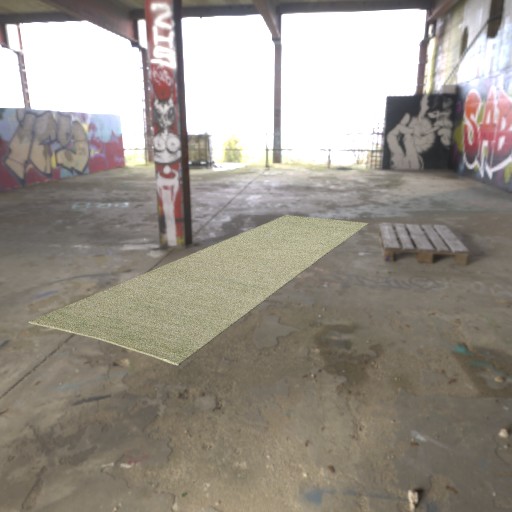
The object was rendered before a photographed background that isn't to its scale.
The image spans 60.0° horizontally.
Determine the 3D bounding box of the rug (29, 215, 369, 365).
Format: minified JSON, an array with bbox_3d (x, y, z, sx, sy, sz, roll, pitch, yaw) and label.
[{"bbox_3d":[0.000,0.000,2.493,0.686,0.013,2.340,9,18,27],"label":"rug"}]
